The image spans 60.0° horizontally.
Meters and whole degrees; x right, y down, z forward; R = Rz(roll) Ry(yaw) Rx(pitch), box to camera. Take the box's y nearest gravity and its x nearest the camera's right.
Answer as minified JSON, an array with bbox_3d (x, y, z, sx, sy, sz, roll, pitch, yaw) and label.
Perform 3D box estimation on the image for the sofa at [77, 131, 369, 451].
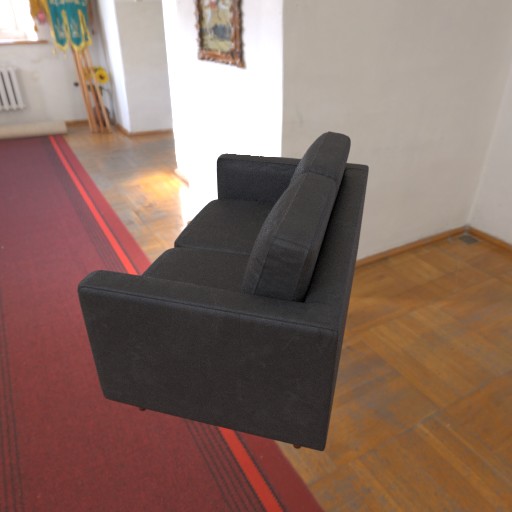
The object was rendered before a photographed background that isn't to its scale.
[{"bbox_3d":[0.000,0.000,2.035,0.879,0.899,1.430,8,32,13],"label":"sofa"}]
